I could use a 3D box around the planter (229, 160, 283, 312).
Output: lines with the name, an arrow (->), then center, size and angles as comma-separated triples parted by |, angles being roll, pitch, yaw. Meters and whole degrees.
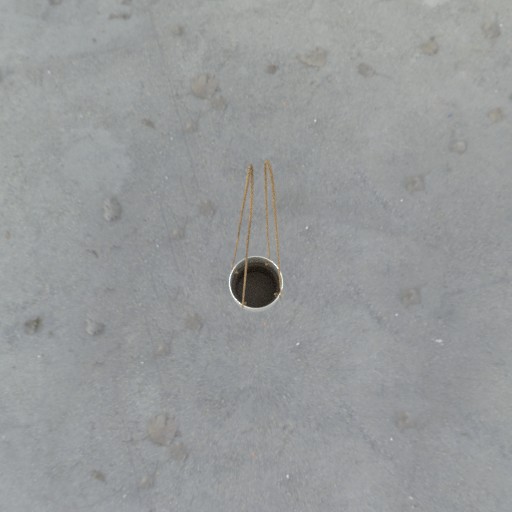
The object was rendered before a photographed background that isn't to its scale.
planter -> 0.000, 0.000, 1.155 | 0.187, 1.073, 0.187 | -15, 77, -4
